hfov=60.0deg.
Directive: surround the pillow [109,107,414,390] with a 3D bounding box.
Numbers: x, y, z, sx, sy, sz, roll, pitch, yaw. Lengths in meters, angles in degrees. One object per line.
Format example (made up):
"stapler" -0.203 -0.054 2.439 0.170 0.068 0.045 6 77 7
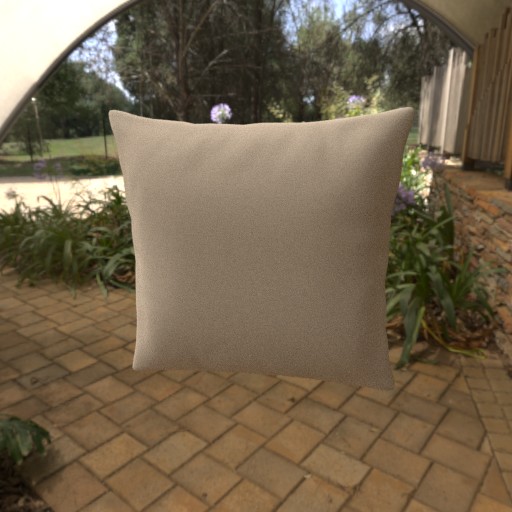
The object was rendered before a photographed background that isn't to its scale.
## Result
"pillow" 0.000 0.000 0.807 0.523 0.510 0.166 2 15 9
